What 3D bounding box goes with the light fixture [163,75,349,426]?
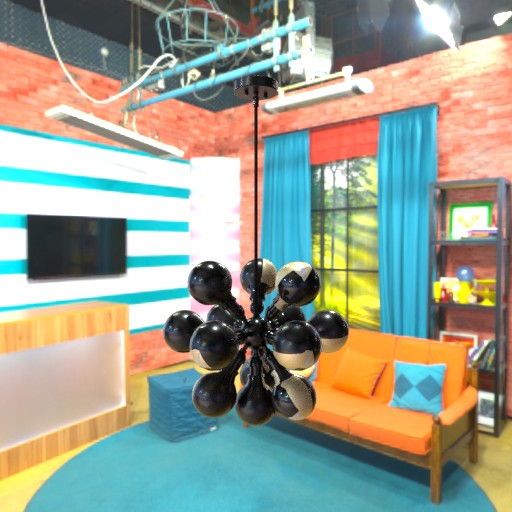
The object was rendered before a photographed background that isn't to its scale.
[{"bbox_3d":[0.000,0.000,1.116,0.468,0.859,0.420,0,2,0],"label":"light fixture"}]
